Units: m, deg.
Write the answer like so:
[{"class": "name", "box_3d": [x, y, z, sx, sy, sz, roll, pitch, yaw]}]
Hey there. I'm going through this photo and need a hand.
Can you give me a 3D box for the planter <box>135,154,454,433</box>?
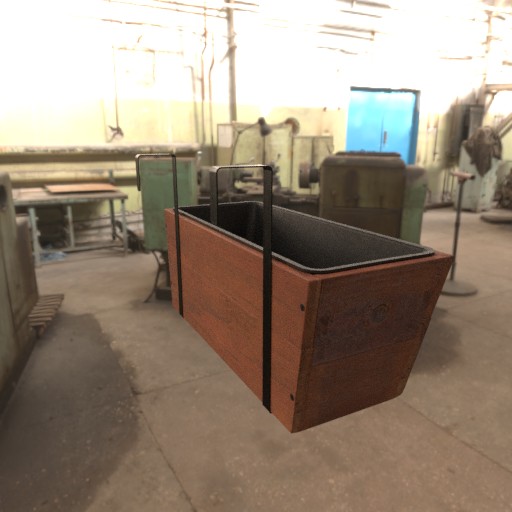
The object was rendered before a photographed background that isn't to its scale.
[{"class": "planter", "box_3d": [0.000, 0.000, 0.663, 0.262, 0.289, 0.480, -8, 17, -26]}]
